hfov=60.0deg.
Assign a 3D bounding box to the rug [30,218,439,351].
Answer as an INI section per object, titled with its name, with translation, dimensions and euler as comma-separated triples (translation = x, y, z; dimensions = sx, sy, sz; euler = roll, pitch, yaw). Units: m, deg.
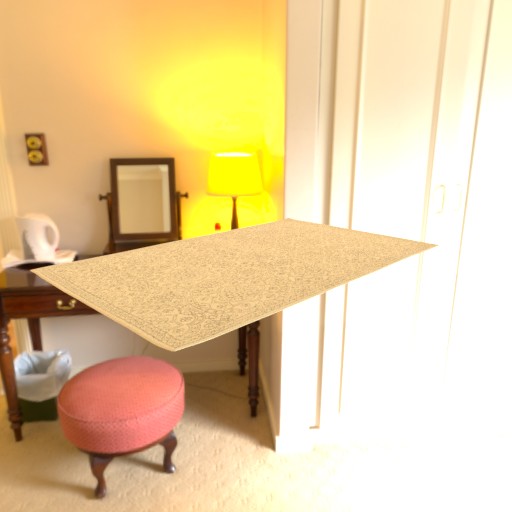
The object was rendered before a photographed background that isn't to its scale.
[rug]
translation = 0.000, 0.000, 3.035
dimensions = 1.518, 0.023, 2.434
euler = 15, 21, 43
